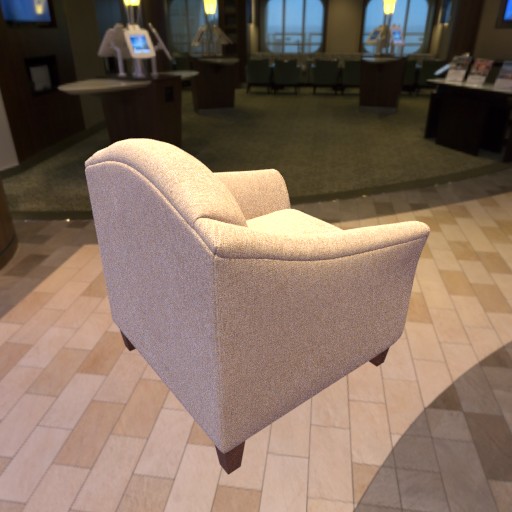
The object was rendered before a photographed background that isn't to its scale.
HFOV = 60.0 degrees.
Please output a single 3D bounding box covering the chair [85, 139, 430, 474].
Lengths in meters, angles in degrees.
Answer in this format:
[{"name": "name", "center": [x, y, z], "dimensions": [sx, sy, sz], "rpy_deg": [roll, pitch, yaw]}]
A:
[{"name": "chair", "center": [0.000, 0.000, 1.458], "dimensions": [0.787, 0.839, 0.763], "rpy_deg": [-20, 33, -33]}]
